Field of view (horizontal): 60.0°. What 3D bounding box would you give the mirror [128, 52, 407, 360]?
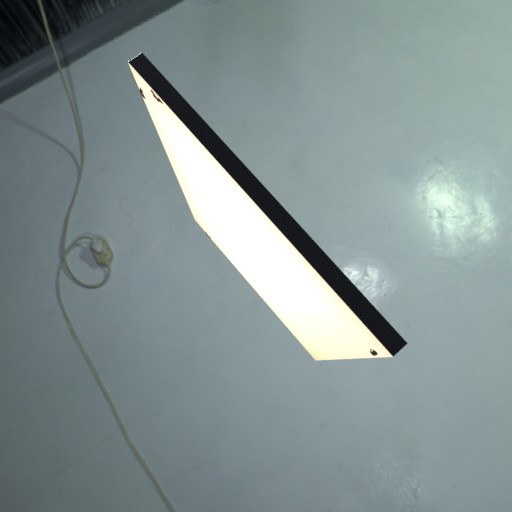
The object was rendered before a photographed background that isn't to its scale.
[{"bbox_3d":[0.000,0.000,1.323,0.040,1.016,0.762,-40,80,-9],"label":"mirror"}]
